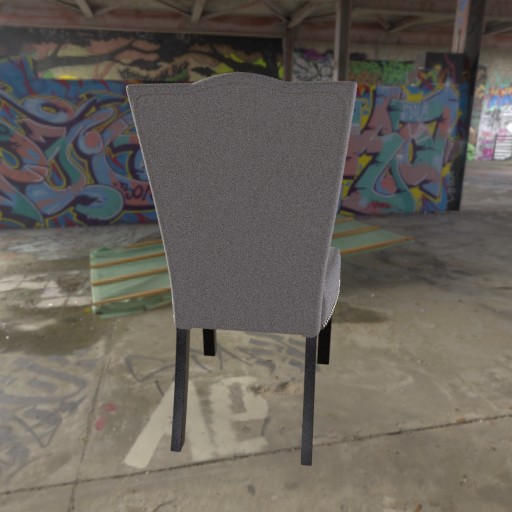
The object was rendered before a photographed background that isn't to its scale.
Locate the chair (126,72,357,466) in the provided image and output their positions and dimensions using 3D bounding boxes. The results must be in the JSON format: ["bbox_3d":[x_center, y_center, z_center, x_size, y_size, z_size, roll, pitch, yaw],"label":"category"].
[{"bbox_3d":[0.000,0.000,1.302,0.518,0.946,0.589,2,16,8],"label":"chair"}]
